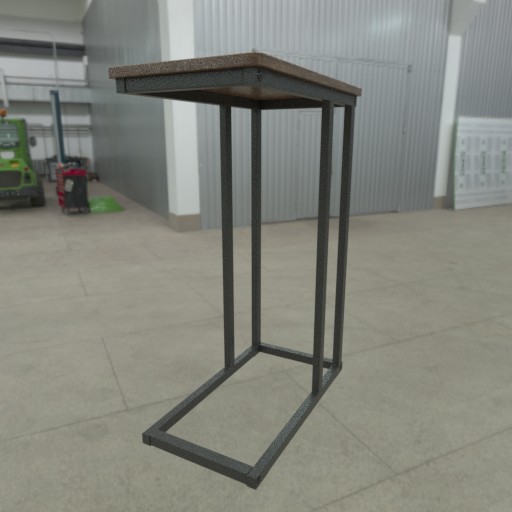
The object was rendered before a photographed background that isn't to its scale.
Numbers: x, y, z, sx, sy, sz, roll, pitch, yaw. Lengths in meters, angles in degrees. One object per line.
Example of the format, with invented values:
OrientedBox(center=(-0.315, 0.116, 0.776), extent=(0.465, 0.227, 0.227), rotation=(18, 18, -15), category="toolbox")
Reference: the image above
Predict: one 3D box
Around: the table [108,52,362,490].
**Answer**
OrientedBox(center=(0.000, 0.000, 0.857), extent=(0.254, 0.637, 0.450), rotation=(8, 16, 28), category="table")
